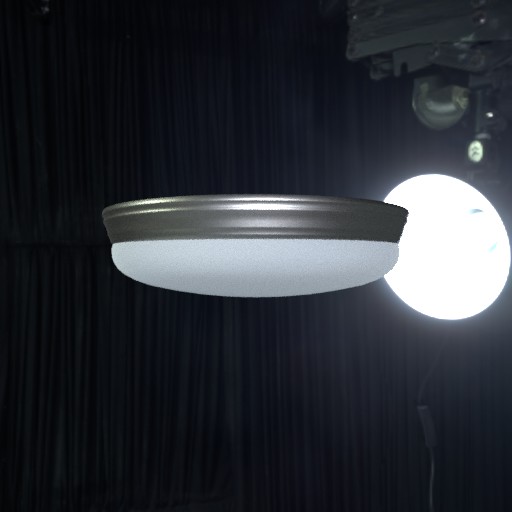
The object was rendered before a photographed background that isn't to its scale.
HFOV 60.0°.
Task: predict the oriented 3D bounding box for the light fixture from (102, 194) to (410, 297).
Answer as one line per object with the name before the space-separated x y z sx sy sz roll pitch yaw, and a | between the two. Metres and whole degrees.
light fixture | 0.000 0.000 0.560 0.368 0.100 0.368 0 -1 0
